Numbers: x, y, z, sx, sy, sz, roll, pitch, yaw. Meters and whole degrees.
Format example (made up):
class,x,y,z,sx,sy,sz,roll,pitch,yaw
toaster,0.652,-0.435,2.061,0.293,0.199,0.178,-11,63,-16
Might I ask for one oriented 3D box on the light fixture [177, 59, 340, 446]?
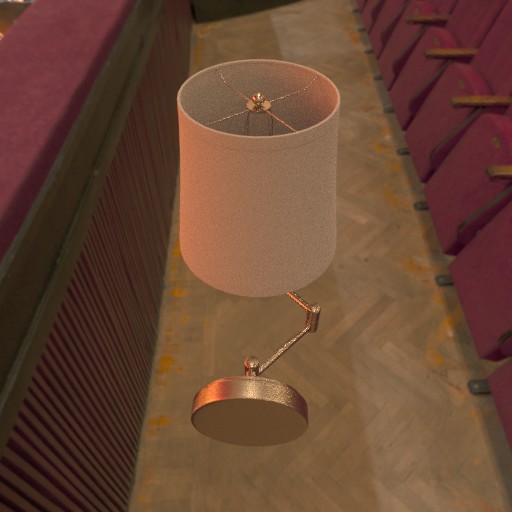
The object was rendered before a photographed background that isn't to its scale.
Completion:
class,x,y,z,sx,sy,sz,roll,pitch,yaw
light fixture,0.000,0.000,0.576,0.223,0.381,0.348,2,47,2
